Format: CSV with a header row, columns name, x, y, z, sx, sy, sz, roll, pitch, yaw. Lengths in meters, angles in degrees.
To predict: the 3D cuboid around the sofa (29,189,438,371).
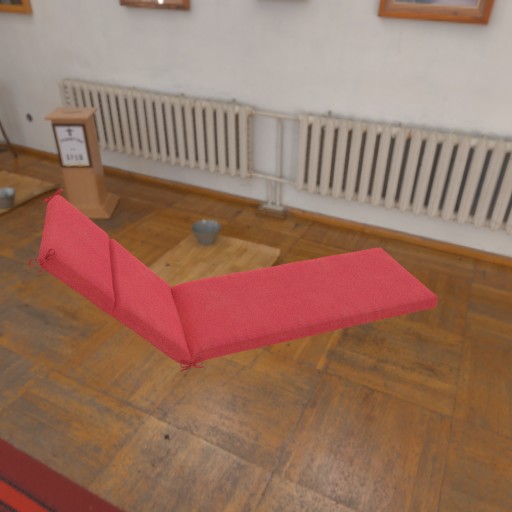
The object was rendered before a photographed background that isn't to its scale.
name,x,y,z,sx,sy,sz,roll,pitch,yaw
sofa,0.000,0.000,1.954,1.663,0.622,0.582,-10,32,-16
